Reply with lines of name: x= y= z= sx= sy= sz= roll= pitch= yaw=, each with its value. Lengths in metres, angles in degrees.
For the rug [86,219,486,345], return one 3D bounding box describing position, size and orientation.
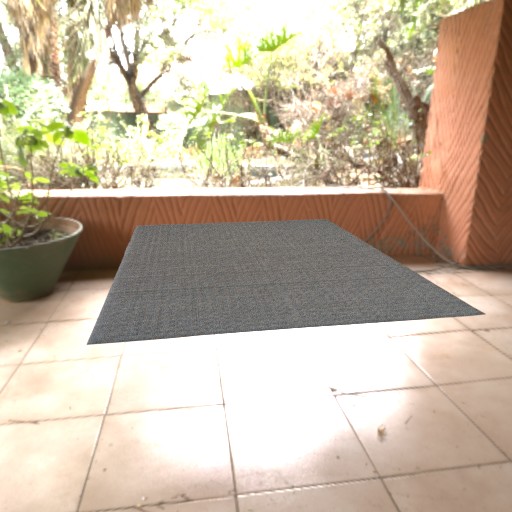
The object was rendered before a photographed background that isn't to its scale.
rug: x=0.000 y=0.000 z=4.139 sx=2.443 sy=0.007 sz=3.200 roll=-3 pitch=16 yaw=-9
